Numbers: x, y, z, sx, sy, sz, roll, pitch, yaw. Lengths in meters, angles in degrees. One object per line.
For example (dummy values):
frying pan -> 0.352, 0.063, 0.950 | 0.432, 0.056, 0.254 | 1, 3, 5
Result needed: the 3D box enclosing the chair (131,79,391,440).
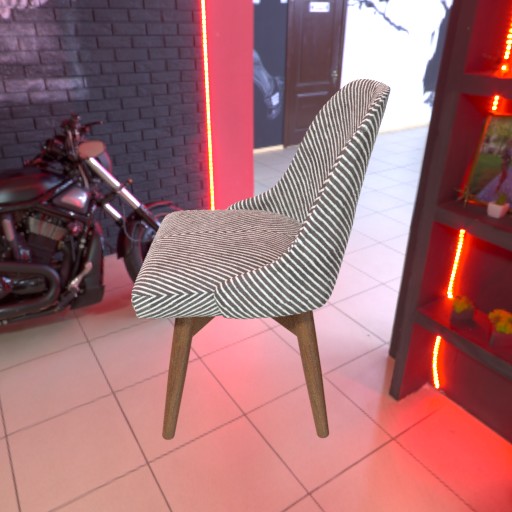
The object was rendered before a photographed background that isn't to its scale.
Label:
chair -> 0.000, 0.000, 1.206 | 0.591, 0.883, 0.504 | 0, 27, -1
